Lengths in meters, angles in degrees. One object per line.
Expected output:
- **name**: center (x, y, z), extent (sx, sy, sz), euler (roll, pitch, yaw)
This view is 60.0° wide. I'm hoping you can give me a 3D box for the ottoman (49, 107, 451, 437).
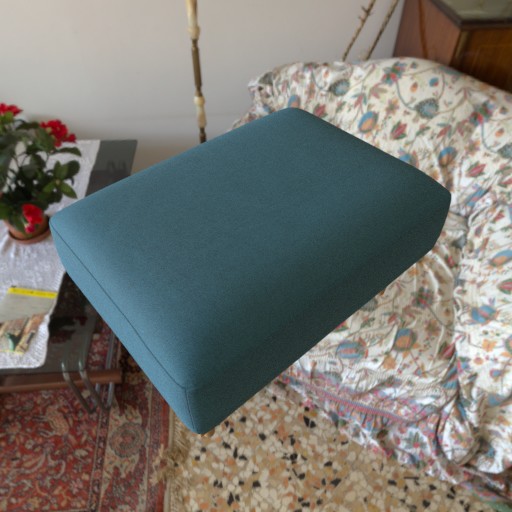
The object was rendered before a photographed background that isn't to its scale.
- **ottoman**: center (0.000, 0.000, 1.074), extent (0.749, 0.428, 0.549), euler (-32, 55, -27)
